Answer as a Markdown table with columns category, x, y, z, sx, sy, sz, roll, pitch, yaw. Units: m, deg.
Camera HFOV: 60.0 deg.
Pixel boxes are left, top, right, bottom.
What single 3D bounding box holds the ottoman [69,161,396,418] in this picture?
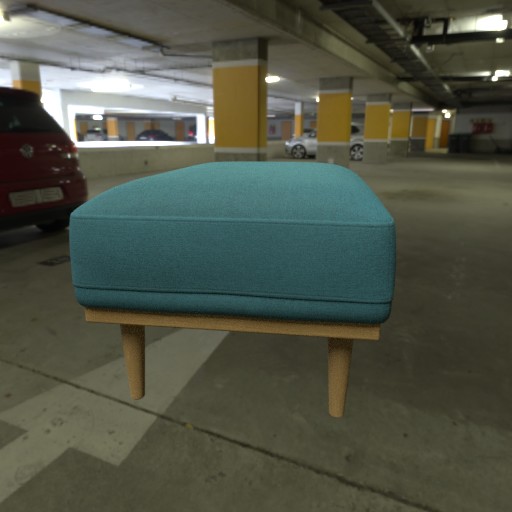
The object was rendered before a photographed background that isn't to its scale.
| category | x | y | z | sx | sy | sz | roll | pitch | yaw |
| --- | --- | --- | --- | --- | --- | --- | --- | --- | --- |
| ottoman | 0.000 | 0.000 | 1.075 | 0.549 | 0.428 | 0.749 | 2 | 15 | 8 |
